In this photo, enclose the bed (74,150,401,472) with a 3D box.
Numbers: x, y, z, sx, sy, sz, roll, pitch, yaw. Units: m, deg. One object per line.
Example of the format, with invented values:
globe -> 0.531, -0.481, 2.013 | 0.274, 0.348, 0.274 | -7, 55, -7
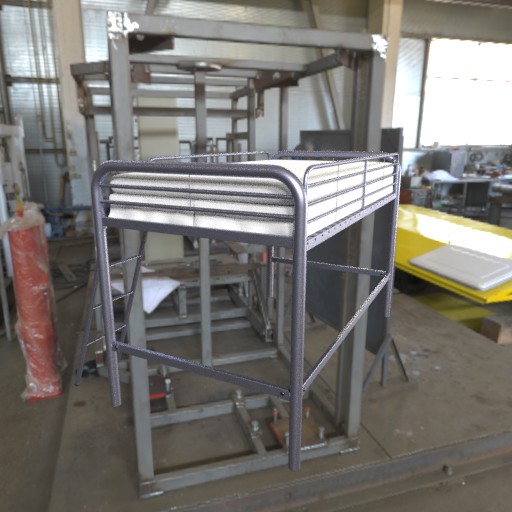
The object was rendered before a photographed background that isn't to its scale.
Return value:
bed -> 0.000, 0.000, 2.883 | 1.415, 1.288, 1.965 | 8, 17, 26
